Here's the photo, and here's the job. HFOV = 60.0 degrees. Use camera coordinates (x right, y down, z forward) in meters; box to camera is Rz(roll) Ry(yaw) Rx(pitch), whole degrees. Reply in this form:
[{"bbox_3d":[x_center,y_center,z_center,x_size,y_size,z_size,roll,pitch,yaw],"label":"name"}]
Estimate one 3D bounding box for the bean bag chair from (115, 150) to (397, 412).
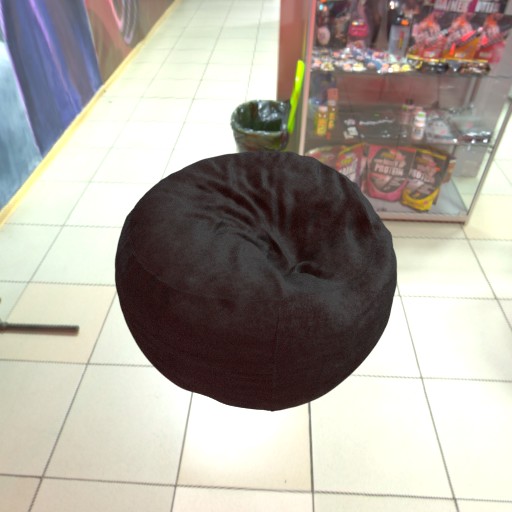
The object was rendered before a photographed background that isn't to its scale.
[{"bbox_3d":[0.000,0.000,2.450,1.525,0.751,1.525,0,42,0],"label":"bean bag chair"}]
